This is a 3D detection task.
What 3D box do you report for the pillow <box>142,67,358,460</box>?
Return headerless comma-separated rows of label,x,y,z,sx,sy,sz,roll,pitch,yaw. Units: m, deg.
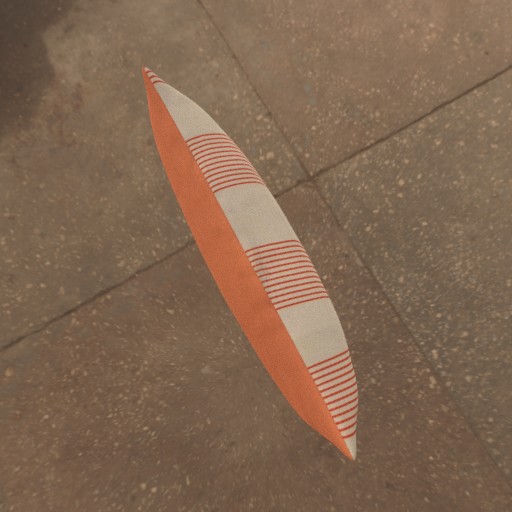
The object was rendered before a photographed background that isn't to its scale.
pillow,0.000,0.000,0.728,0.156,0.292,0.608,-27,77,-7
